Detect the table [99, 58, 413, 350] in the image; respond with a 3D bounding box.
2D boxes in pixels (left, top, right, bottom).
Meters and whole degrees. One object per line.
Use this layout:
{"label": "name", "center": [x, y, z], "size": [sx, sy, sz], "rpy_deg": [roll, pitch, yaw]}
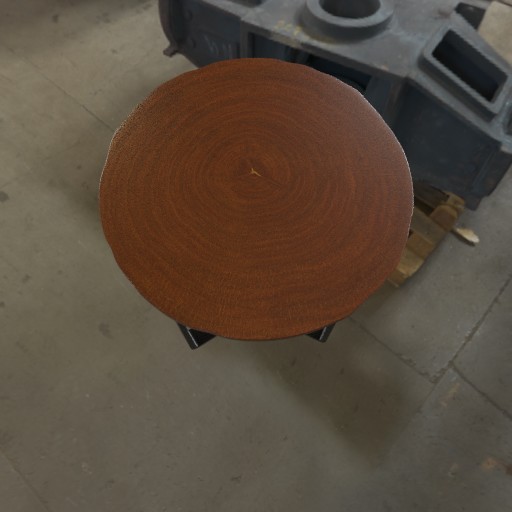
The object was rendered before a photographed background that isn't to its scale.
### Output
{"label": "table", "center": [0.000, 0.000, 0.745], "size": [0.380, 0.450, 0.410], "rpy_deg": [-3, 64, -1]}
